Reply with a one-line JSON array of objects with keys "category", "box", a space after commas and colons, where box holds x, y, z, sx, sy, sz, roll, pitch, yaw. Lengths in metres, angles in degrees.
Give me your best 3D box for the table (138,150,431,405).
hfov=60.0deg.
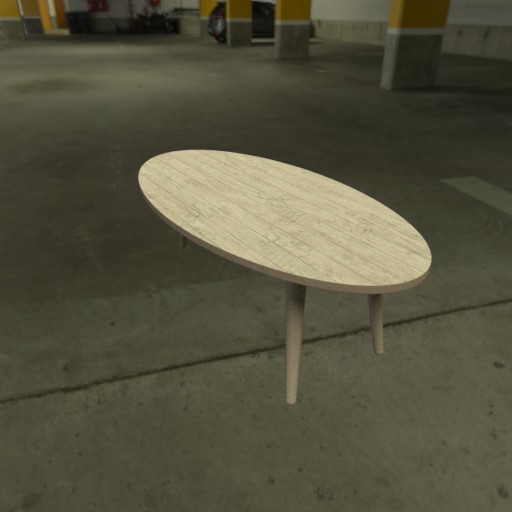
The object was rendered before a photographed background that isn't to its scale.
[{"category": "table", "box": [0.000, 0.000, 1.340, 0.542, 0.390, 1.083, -19, 34, -30]}]
